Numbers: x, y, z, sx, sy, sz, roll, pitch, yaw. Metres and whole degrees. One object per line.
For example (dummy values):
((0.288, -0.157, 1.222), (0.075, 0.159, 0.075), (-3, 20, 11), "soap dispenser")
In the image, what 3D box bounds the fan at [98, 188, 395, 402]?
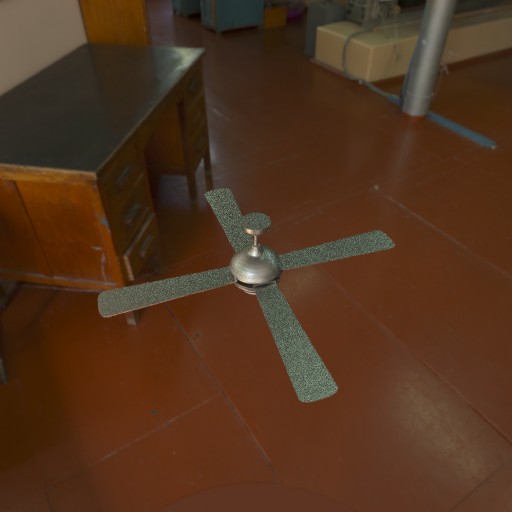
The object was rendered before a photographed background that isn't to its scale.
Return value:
((0.000, 0.000, 1.957), (1.321, 0.381, 1.321), (1, 41, 1), "fan")
